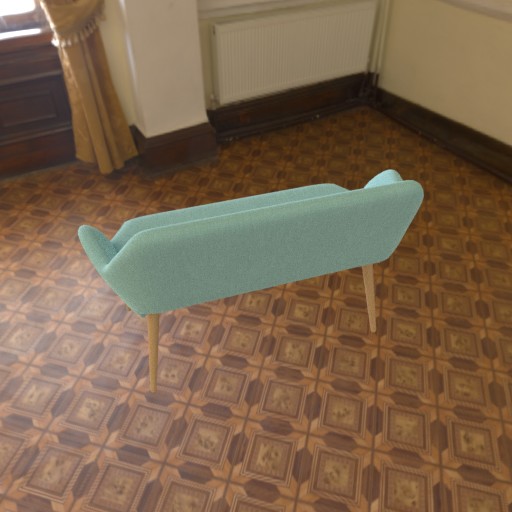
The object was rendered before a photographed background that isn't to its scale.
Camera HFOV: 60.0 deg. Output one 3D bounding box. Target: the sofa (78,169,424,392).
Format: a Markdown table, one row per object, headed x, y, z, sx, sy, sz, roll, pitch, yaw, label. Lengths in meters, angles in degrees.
| x | y | z | sx | sy | sz | roll | pitch | yaw | label |
| --- | --- | --- | --- | --- | --- | --- | --- | --- | --- |
| 0.000 | 0.000 | 1.635 | 1.150 | 0.840 | 0.610 | -12 | 43 | -13 | sofa |
